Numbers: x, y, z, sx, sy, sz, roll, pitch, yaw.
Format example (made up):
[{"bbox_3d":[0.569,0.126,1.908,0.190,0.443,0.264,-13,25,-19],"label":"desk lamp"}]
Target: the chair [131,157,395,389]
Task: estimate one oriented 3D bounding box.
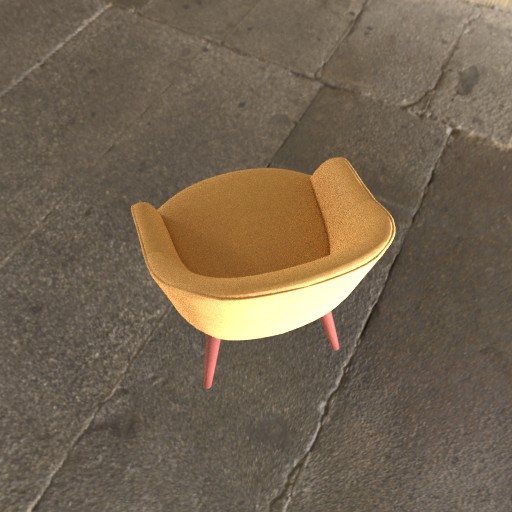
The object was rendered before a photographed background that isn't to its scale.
[{"bbox_3d":[0.000,0.000,1.276,0.596,0.823,0.635,-14,61,-8],"label":"chair"}]
